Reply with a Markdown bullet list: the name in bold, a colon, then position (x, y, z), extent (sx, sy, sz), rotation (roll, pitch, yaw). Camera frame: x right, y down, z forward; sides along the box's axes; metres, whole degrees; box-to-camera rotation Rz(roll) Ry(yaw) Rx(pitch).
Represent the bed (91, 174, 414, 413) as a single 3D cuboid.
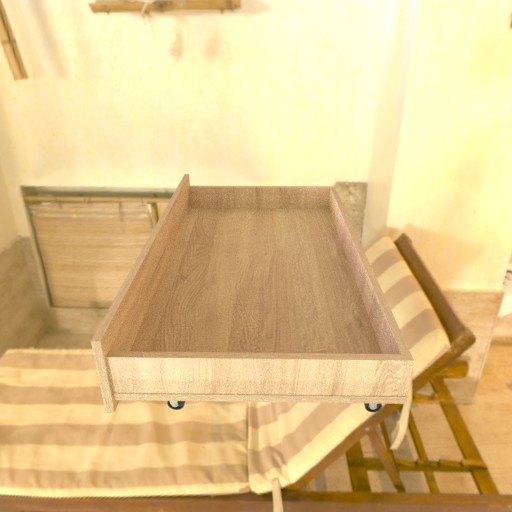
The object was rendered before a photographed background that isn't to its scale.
- **bed**: position (0.000, 0.000, 1.485), extent (0.685, 0.209, 1.200), rotation (0, 27, 1)
